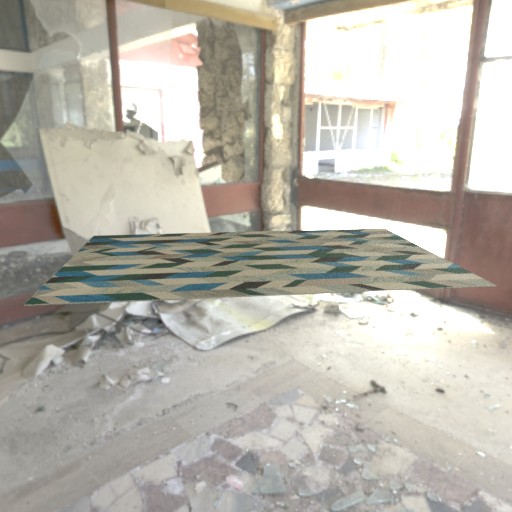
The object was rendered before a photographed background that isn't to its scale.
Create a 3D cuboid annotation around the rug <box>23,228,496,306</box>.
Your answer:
[{"bbox_3d":[0.000,0.000,2.966,2.433,0.007,1.507,-2,16,-7],"label":"rug"}]
